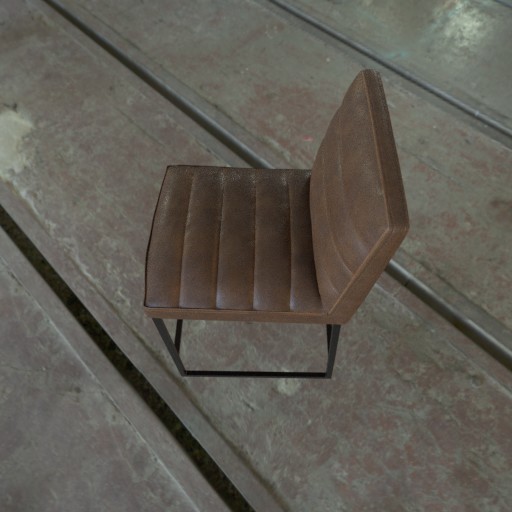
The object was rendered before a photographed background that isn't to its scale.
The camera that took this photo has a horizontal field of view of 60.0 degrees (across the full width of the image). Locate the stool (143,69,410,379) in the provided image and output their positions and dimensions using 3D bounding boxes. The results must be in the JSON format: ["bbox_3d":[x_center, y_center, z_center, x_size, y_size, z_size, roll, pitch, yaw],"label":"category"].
[{"bbox_3d":[0.000,0.000,1.273,0.562,0.942,0.463,1,59,0],"label":"stool"}]
